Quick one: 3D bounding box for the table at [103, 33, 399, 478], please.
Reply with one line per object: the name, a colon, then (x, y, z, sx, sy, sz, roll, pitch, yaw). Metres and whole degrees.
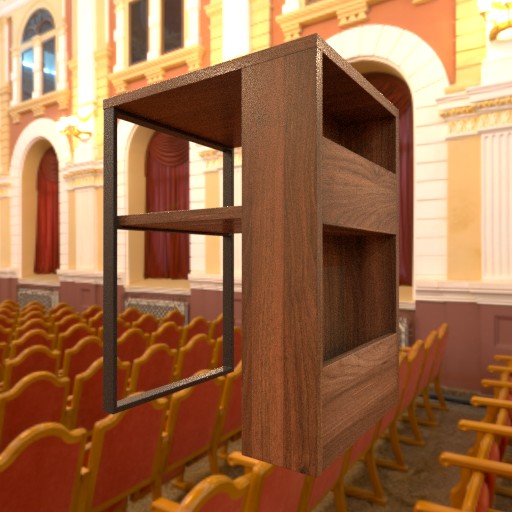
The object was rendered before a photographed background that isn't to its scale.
table: (0.000, 0.000, 1.527, 0.786, 1.041, 0.660, 0, 0, 34)
